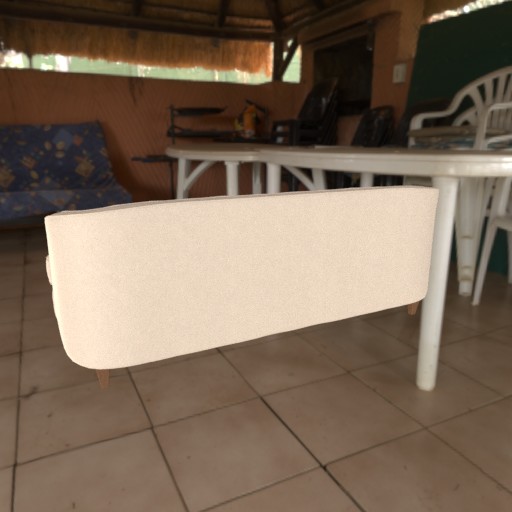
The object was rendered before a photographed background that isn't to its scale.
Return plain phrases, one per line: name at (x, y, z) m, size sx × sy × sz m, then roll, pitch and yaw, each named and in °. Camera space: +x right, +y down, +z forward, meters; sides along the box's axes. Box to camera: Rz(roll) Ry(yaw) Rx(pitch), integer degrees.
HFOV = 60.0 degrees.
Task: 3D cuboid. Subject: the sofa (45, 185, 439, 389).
sofa at (0.000, 0.000, 2.682) m, size 2.278 × 0.855 × 0.941 m, roll -8°, pitch 17°, yaw -26°
